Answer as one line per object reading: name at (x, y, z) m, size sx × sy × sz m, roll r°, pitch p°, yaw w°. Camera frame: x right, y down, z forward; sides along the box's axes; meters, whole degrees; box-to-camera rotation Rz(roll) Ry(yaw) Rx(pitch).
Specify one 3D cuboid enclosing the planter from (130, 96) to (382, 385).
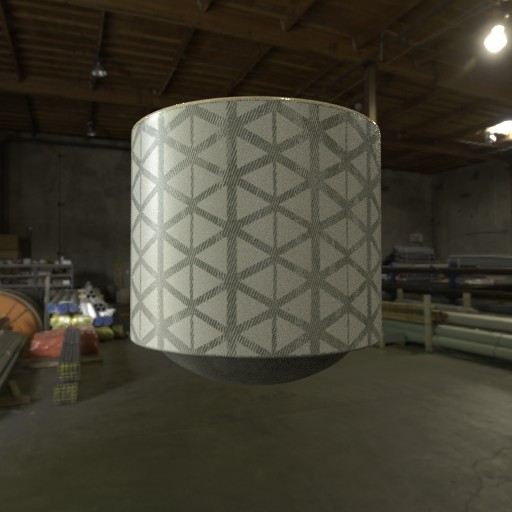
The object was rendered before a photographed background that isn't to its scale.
planter at (0.000, 0.000, 0.349) m, size 0.190 × 0.181 × 0.190 m, roll 0°, pitch -1°, yaw 0°
